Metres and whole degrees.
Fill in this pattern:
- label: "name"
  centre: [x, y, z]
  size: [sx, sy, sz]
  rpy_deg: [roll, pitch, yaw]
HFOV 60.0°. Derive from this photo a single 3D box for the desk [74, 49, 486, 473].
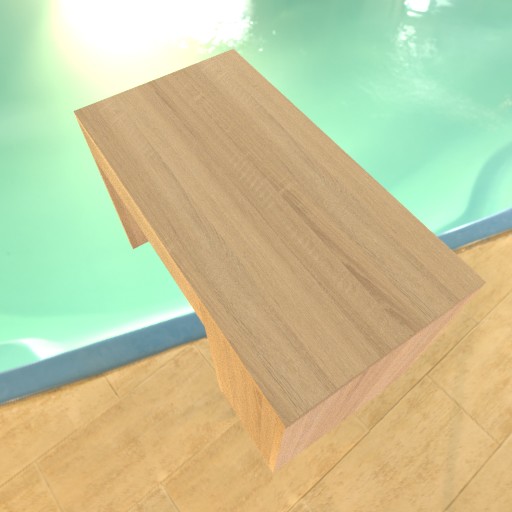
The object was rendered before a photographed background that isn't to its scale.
- label: "desk"
  centre: [0.000, 0.000, 1.500]
  size: [0.600, 0.731, 1.100]
  rpy_deg: [-29, 62, -17]
